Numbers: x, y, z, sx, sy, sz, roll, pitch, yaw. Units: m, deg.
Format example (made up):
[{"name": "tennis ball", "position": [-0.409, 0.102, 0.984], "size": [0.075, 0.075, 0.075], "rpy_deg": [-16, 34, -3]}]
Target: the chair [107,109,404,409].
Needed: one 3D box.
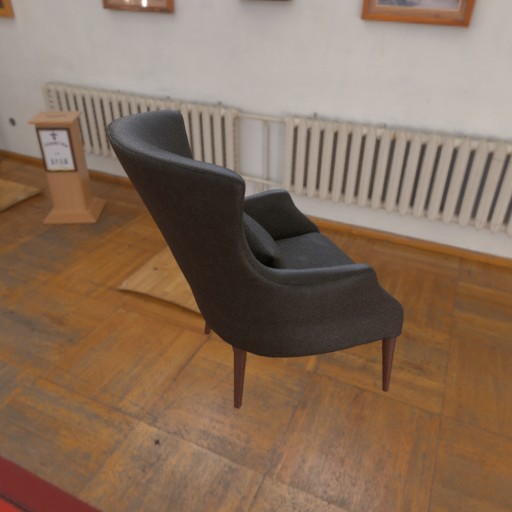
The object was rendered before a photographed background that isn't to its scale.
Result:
[{"name": "chair", "position": [0.000, 0.000, 1.745], "size": [0.954, 1.068, 0.819], "rpy_deg": [-11, 32, -17]}]
